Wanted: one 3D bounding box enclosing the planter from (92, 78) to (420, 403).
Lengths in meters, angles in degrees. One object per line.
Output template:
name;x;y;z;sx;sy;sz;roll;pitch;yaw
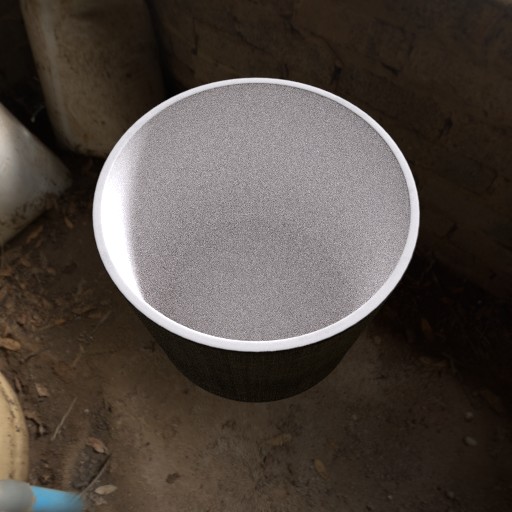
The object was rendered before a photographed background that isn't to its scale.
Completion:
planter;0.000;0.000;0.446;0.254;0.221;0.254;0;63;0
